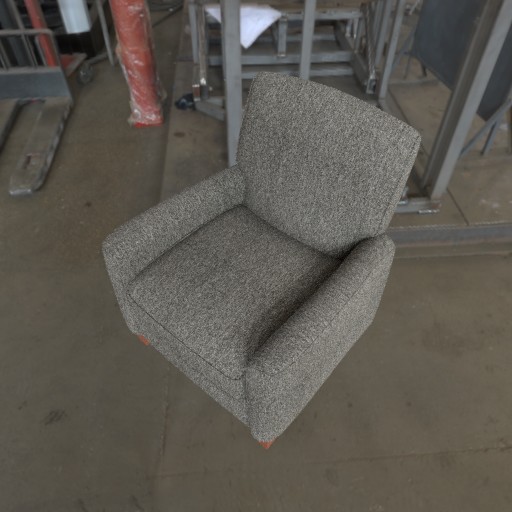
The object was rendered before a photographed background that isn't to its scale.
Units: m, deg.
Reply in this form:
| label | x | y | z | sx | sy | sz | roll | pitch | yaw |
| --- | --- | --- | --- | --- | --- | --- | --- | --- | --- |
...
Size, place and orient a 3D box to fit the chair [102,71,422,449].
| label | x | y | z | sx | sy | sz | roll | pitch | yaw |
| --- | --- | --- | --- | --- | --- | --- | --- | --- | --- |
| chair | 0.000 | 0.000 | 1.660 | 0.848 | 1.014 | 0.864 | 32 | 54 | 27 |
